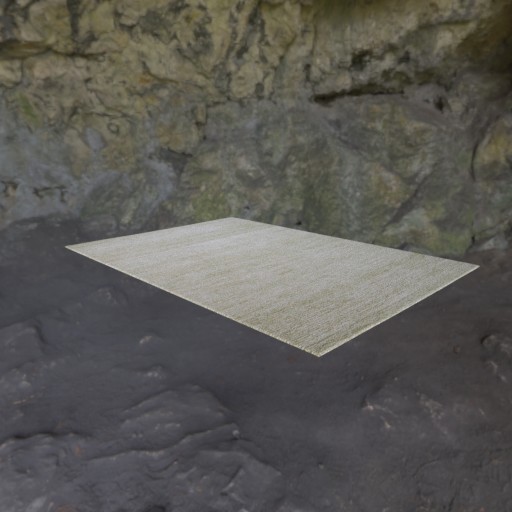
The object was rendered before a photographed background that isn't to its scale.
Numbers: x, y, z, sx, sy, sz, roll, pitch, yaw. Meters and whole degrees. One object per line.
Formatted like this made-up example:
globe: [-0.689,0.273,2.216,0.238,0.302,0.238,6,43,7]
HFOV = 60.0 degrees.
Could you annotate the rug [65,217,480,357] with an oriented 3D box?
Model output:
rug: [0.000,0.000,2.937,1.606,0.017,2.270,-15,22,-43]
